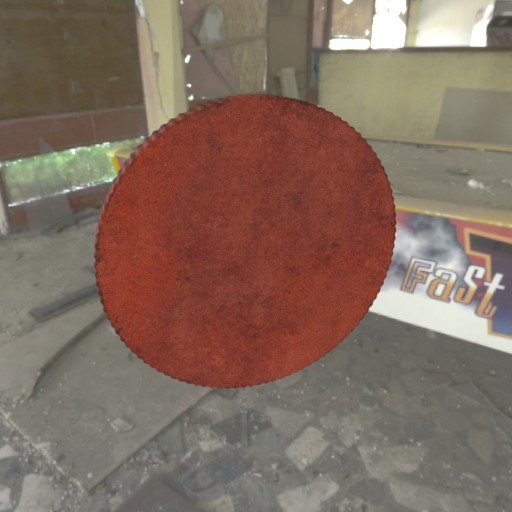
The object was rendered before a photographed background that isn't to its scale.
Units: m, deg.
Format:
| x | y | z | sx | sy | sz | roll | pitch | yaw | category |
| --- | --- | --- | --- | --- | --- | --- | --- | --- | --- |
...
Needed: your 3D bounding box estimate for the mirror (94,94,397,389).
| x | y | z | sx | sy | sz | roll | pitch | yaw | category |
| --- | --- | --- | --- | --- | --- | --- | --- | --- | --- |
| 0.000 | 0.000 | 0.887 | 0.609 | 0.609 | 0.056 | -7 | 25 | -16 | mirror |
